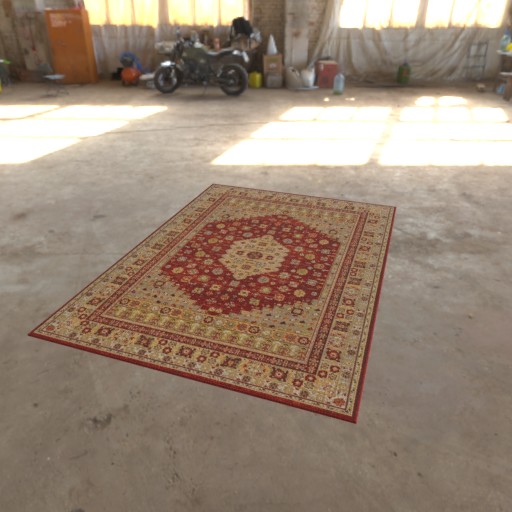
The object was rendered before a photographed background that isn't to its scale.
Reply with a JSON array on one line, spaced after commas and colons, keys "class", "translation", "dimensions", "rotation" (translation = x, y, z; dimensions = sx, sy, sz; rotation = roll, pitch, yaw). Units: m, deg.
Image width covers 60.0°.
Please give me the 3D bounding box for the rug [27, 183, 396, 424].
[{"class": "rug", "translation": [0.000, 0.000, 2.842], "dimensions": [1.593, 0.013, 2.211], "rotation": [10, 31, 17]}]
